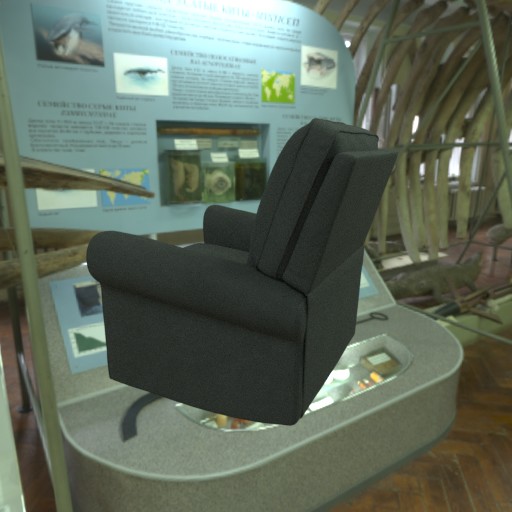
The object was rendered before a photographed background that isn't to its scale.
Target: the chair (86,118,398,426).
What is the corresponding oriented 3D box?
[{"bbox_3d":[0.000,0.000,1.674,0.878,0.961,0.890,7,16,25],"label":"chair"}]
